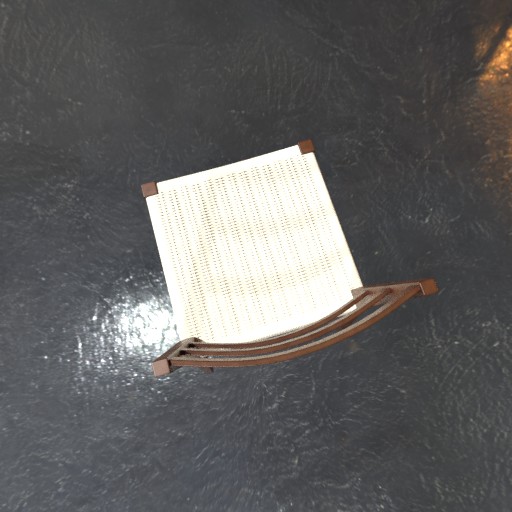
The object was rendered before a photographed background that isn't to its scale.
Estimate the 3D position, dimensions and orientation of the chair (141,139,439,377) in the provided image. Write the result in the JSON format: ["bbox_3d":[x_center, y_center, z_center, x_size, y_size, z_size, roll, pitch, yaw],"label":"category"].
[{"bbox_3d":[0.000,0.000,1.141,0.480,0.813,0.551,-16,76,-4],"label":"chair"}]
